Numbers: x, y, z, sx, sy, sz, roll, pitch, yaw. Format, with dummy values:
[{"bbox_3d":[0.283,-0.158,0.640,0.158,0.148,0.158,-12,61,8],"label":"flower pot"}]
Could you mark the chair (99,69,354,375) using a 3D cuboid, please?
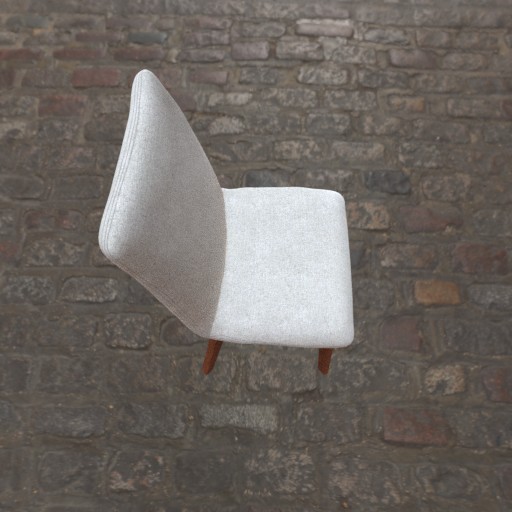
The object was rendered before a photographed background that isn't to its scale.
[{"bbox_3d":[0.000,0.000,1.301,0.563,0.974,0.522,1,64,1],"label":"chair"}]
